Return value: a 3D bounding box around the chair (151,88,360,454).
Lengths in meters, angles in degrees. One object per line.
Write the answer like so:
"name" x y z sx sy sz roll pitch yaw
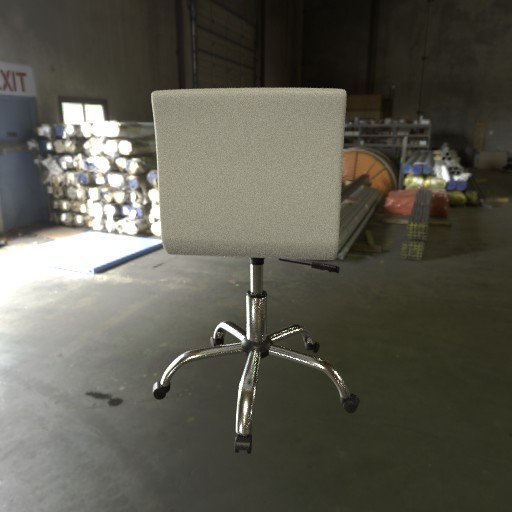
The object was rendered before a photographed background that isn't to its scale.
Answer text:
"chair" 0.000 0.000 1.130 0.556 0.780 0.530 2 17 7
